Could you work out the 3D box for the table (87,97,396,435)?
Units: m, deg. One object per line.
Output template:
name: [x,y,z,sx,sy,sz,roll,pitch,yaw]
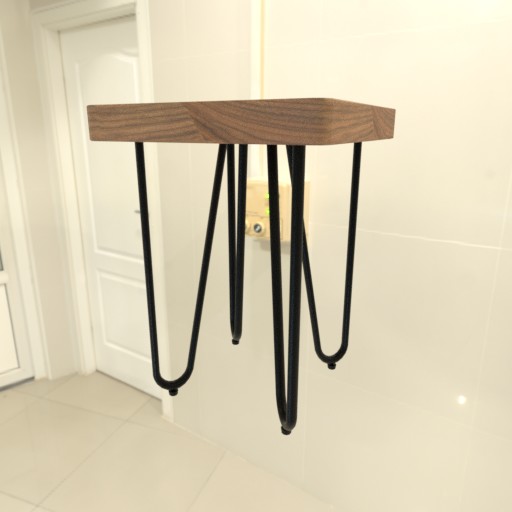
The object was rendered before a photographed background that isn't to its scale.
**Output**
table: [0.000,0.000,1.007,0.479,0.641,0.480,8,18,27]
